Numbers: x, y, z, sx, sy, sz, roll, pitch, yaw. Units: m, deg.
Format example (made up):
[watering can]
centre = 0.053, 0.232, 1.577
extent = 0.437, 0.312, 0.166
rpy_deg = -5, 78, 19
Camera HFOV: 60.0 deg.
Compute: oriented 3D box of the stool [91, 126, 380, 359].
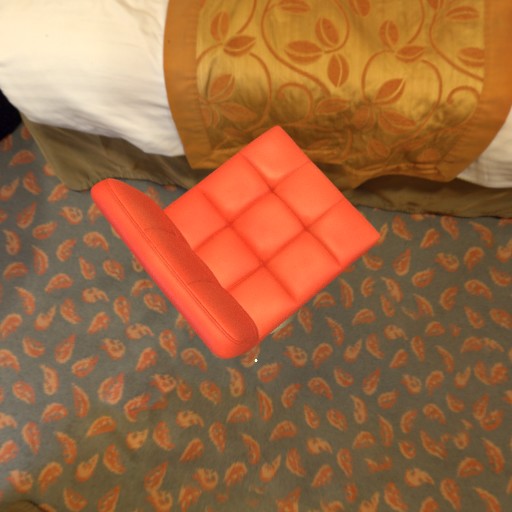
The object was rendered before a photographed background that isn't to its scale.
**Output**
[stool]
centre = 0.000, 0.000, 1.358
extent = 0.505, 1.115, 0.430
rpy_deg = -39, 80, -8
